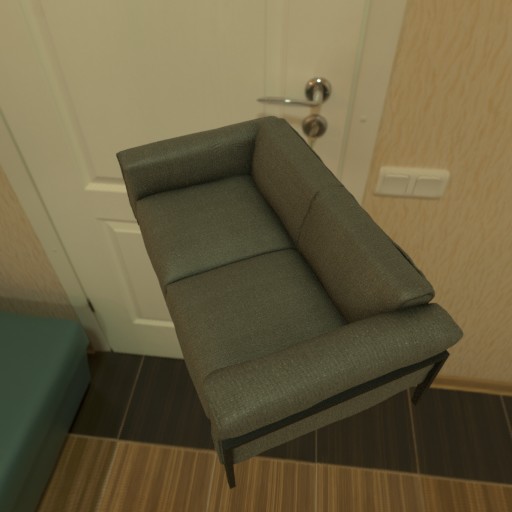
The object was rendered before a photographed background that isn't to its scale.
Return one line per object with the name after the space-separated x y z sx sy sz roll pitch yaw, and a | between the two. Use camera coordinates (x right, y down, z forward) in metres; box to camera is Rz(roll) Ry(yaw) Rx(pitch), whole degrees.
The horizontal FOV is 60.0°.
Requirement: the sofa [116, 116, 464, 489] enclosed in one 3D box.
0.000 0.000 2.156 0.960 0.656 1.690 -17 50 -15 | sofa
